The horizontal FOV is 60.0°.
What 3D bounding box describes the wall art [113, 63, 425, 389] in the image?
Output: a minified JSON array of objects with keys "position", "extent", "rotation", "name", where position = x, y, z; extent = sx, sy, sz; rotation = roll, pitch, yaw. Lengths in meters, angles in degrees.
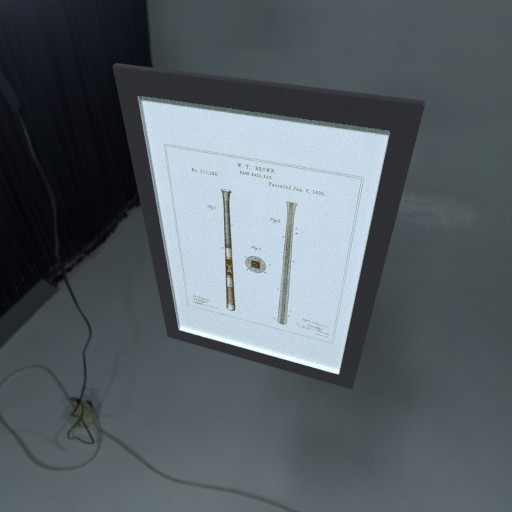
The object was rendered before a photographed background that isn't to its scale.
[{"position":[0.000,0.000,0.681],"extent":[0.374,0.529,0.012],"rotation":[13,42,14],"name":"wall art"}]
